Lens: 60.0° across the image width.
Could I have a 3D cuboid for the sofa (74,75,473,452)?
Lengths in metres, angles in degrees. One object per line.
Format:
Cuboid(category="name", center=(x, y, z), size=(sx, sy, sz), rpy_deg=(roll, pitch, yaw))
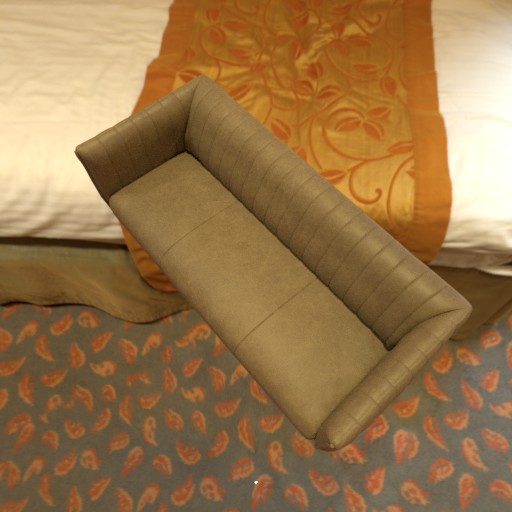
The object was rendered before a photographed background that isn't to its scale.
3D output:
Cuboid(category="sofa", center=(0.000, 0.000, 2.431), size=(0.876, 0.779, 1.980), rpy_deg=(-38, 69, -17))
